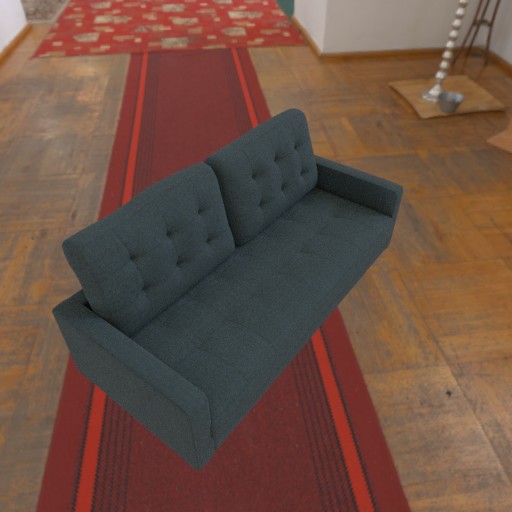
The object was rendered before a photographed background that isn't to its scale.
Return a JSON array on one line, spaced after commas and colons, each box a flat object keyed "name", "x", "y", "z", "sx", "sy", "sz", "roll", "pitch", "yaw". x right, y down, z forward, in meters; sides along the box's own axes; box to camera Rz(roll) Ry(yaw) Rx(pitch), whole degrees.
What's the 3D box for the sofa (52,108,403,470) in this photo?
[{"name": "sofa", "x": 0.000, "y": 0.000, "z": 2.551, "sx": 0.966, "sy": 1.050, "sz": 2.010, "roll": 27, "pitch": 48, "yaw": 27}]
